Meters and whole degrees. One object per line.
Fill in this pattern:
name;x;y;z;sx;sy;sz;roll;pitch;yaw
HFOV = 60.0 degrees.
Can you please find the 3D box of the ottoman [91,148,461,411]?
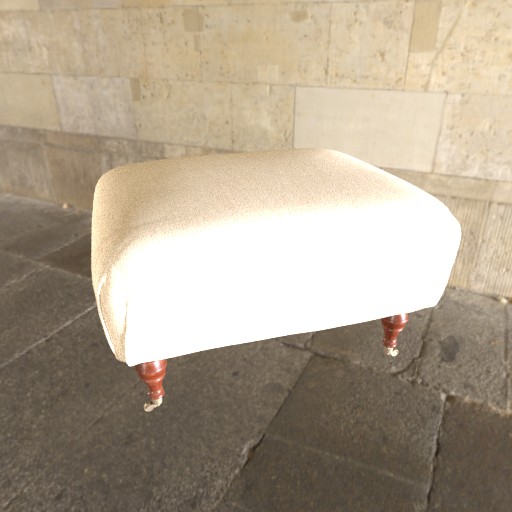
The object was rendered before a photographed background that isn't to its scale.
ottoman;0.000;0.000;1.111;0.747;0.450;0.622;-8;27;-16
